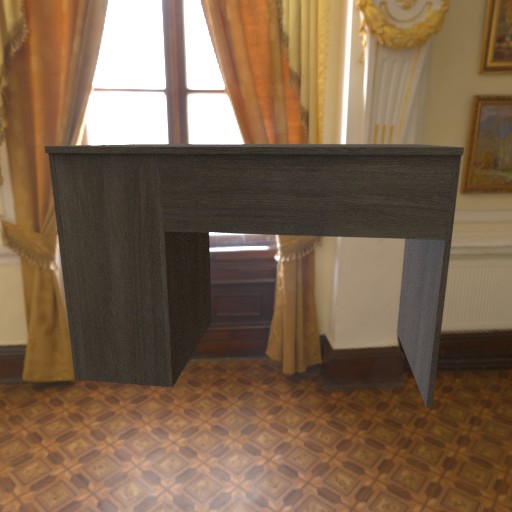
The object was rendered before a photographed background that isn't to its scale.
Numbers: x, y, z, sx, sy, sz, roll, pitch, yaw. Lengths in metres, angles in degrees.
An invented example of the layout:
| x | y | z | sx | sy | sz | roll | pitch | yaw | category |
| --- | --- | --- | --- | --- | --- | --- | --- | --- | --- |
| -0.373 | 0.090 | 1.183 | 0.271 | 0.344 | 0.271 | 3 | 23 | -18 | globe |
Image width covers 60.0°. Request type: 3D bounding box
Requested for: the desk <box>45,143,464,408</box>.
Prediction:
| x | y | z | sx | sy | sz | roll | pitch | yaw | category |
| --- | --- | --- | --- | --- | --- | --- | --- | --- | --- |
| 0.000 | 0.000 | 1.504 | 1.096 | 0.730 | 0.560 | 2 | 15 | 8 | desk |
